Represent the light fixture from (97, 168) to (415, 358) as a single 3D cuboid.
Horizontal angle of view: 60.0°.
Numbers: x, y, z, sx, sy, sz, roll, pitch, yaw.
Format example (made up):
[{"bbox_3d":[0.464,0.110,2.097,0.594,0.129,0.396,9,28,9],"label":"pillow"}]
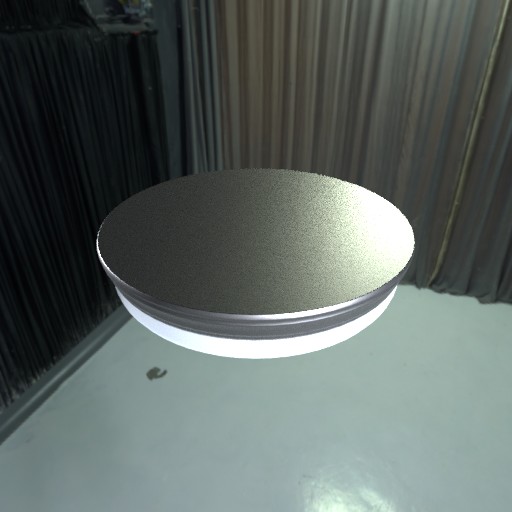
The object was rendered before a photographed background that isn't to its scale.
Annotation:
[{"bbox_3d":[0.000,0.000,0.559,0.368,0.100,0.368,0,31,0],"label":"light fixture"}]
